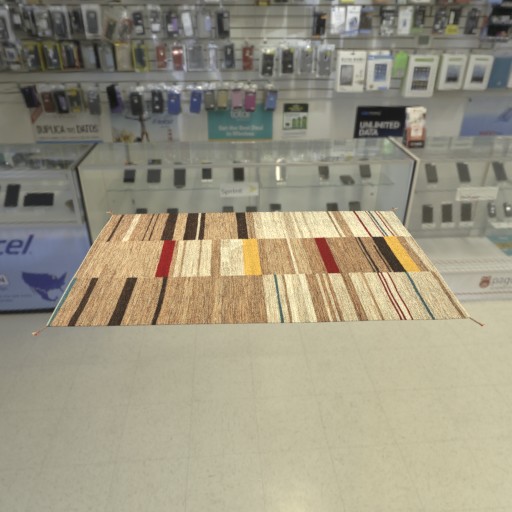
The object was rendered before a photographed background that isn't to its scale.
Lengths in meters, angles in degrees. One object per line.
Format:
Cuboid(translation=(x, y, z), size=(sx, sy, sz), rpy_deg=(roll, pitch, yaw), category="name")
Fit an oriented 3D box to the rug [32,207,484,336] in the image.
Cuboid(translation=(0.000, 0.000, 2.376), size=(1.918, 0.007, 1.268), rpy_deg=(-1, 29, -2), category="rug")
